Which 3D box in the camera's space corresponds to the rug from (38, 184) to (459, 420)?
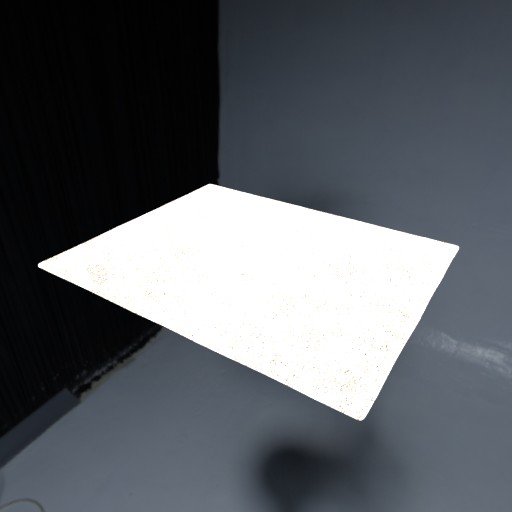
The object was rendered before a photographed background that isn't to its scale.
[{"bbox_3d":[0.000,0.000,4.076,3.047,0.029,2.438,18,34,29],"label":"rug"}]
